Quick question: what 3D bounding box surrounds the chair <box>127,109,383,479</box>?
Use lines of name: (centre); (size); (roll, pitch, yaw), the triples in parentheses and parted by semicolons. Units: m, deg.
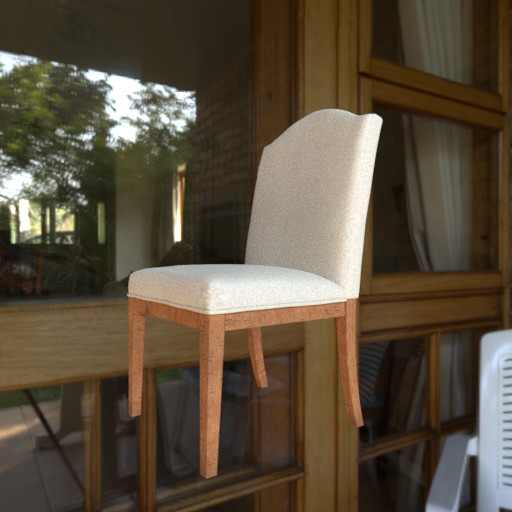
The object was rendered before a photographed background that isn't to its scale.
chair: (0.000, 0.000, 1.400); (0.648, 1.012, 0.534); (0, 1, -36)
